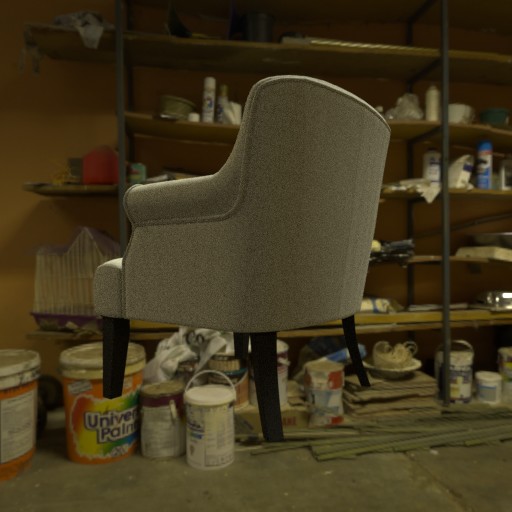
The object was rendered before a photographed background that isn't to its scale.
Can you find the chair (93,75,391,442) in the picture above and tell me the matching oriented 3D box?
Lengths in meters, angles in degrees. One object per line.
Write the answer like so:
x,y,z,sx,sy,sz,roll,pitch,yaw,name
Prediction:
0.000,0.000,1.438,0.750,0.875,0.781,0,1,37,chair
